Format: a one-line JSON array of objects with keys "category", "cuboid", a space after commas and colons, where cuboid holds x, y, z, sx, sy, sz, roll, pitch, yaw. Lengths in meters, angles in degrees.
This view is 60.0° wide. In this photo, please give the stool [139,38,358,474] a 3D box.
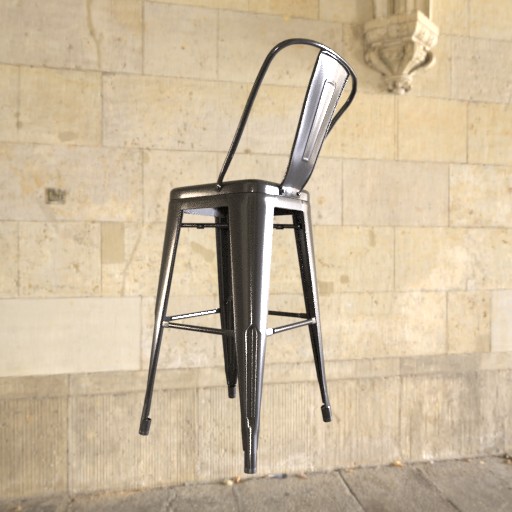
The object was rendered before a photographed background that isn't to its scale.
[{"category": "stool", "cuboid": [0.000, 0.000, 1.276, 0.528, 1.022, 0.432, 0, 1, 36]}]
